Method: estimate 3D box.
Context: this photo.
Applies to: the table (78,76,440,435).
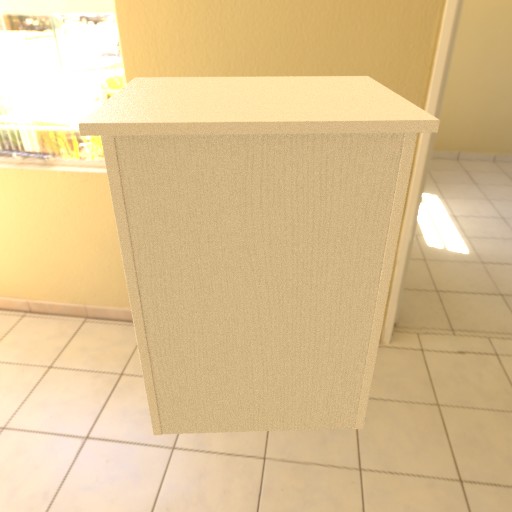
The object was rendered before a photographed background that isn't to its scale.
[{"bbox_3d":[0.000,0.000,0.911,0.480,0.635,0.381,-1,30,-2],"label":"table"}]
